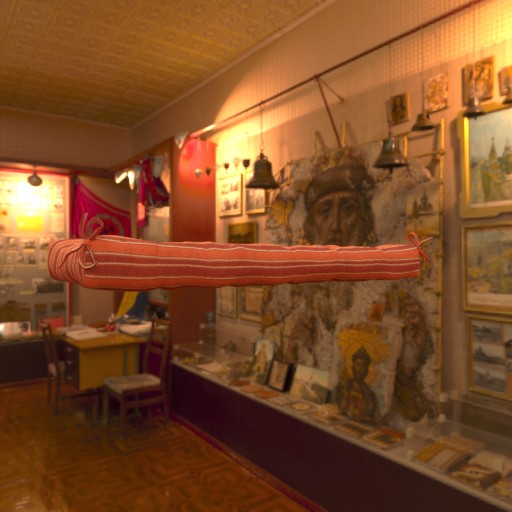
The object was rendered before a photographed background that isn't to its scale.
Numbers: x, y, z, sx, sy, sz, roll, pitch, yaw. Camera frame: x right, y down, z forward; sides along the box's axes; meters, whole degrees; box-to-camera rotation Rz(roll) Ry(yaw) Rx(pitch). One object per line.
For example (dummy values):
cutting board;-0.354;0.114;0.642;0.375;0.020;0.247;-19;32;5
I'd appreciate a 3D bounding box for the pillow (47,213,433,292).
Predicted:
pillow;0.000;0.000;1.370;1.194;0.174;0.511;0;0;-34
